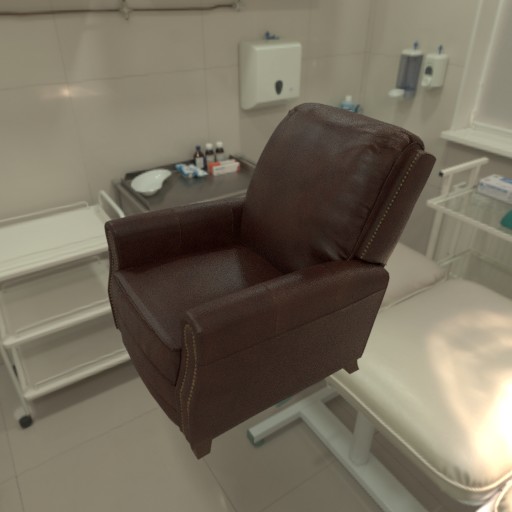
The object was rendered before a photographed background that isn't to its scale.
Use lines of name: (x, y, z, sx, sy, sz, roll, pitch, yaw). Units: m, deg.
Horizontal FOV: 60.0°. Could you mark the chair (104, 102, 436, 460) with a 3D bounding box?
chair: (0.000, 0.000, 1.780, 1.089, 1.022, 0.826, -19, 37, -28)
